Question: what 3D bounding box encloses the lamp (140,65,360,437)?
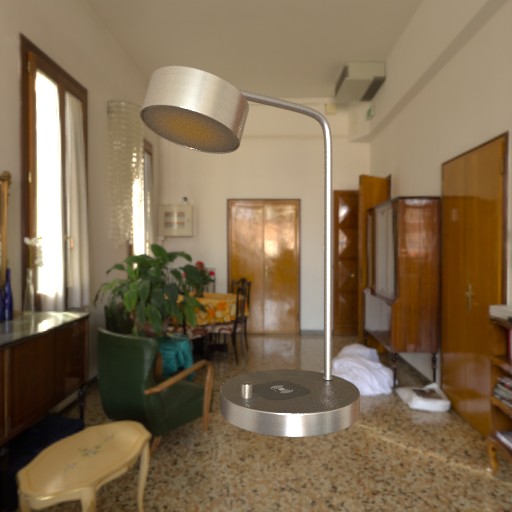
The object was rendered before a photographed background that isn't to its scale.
[{"bbox_3d":[0.000,0.000,0.641,0.334,0.469,0.211,-1,1,-34],"label":"lamp"}]
